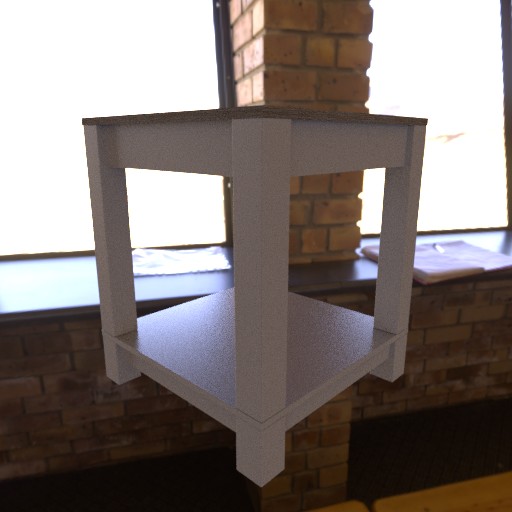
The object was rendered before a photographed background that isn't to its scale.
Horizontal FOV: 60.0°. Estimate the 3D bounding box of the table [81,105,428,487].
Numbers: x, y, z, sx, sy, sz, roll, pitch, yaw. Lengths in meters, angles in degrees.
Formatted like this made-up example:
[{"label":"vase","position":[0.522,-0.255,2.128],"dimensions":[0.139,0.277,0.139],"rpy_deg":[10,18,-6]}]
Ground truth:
[{"label":"table","position":[0.000,0.000,0.986],"dimensions":[0.506,0.587,0.504],"rpy_deg":[14,20,42]}]
